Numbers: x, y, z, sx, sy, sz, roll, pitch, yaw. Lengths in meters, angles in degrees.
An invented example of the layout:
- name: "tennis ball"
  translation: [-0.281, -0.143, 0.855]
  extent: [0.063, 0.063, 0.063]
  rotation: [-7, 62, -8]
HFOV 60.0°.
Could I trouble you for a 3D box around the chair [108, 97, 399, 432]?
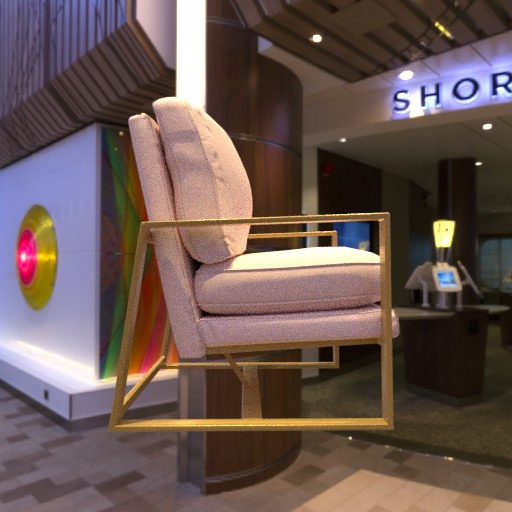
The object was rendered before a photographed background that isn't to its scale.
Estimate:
- name: "chair"
  translation: [0.000, 0.000, 1.580]
  extent: [0.813, 0.956, 0.758]
  rotation: [0, -1, -1]
